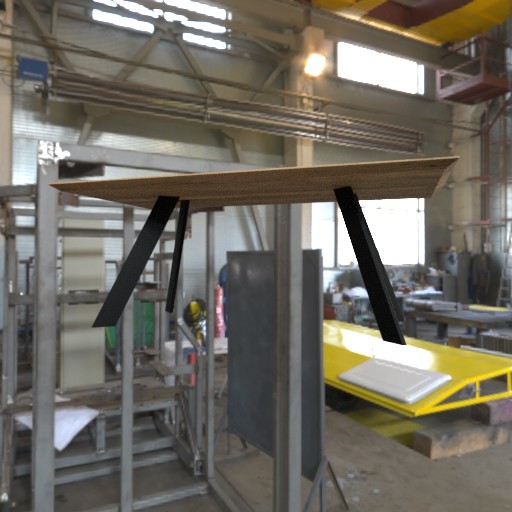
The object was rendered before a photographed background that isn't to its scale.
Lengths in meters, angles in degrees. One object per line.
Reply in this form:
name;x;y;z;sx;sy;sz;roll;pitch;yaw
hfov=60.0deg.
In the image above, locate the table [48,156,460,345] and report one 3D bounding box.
table;0.000;0.000;2.515;2.000;0.770;1.000;0;0;18
